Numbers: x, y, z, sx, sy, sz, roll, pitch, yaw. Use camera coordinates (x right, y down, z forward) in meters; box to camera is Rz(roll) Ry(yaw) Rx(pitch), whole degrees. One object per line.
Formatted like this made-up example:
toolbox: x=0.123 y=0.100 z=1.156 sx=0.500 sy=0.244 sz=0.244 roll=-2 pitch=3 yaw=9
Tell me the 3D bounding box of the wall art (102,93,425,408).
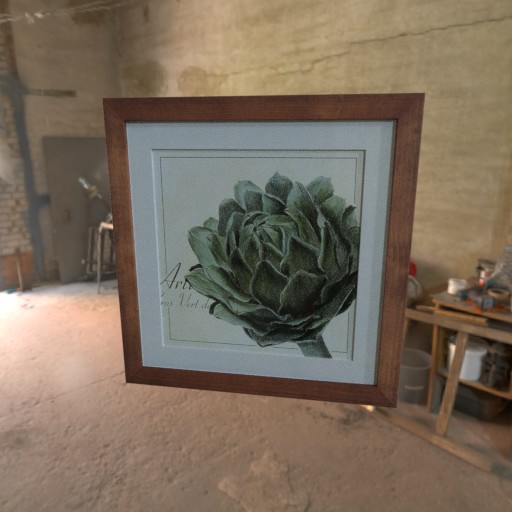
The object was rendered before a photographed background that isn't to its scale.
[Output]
wall art: x=0.000 y=0.000 z=0.841 sx=0.554 sy=0.572 sz=0.037 roll=2 pitch=15 yaw=9
